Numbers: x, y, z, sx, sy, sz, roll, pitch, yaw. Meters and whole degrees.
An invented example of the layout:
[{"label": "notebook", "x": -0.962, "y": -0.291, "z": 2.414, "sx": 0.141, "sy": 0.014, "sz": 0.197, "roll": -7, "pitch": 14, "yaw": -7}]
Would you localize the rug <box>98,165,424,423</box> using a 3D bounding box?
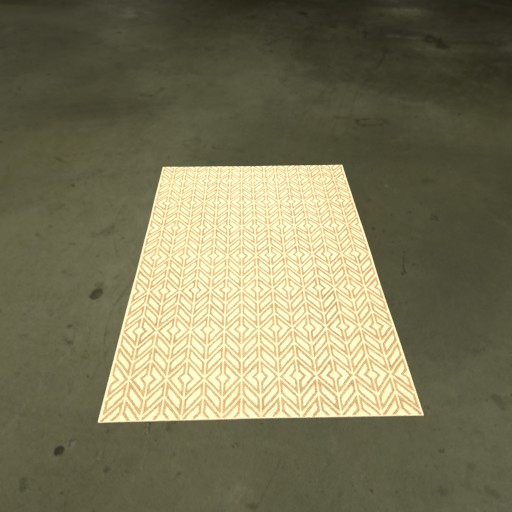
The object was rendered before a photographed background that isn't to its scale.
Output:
[{"label": "rug", "x": 0.000, "y": 0.000, "z": 2.334, "sx": 1.220, "sy": 0.007, "sz": 1.828, "roll": -1, "pitch": 42, "yaw": -1}]
